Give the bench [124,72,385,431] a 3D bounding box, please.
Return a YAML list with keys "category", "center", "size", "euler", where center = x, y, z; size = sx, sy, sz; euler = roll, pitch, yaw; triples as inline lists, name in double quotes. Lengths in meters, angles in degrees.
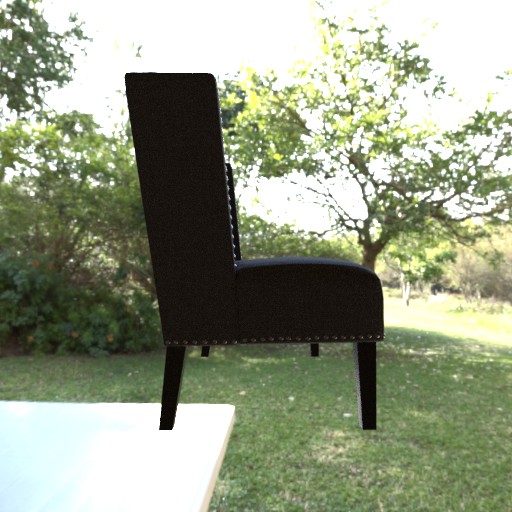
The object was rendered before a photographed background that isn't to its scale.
- category: "bench"
  center: [0.000, 0.000, 1.998]
  size: [0.842, 1.121, 1.276]
  euler: [0, -2, -1]
